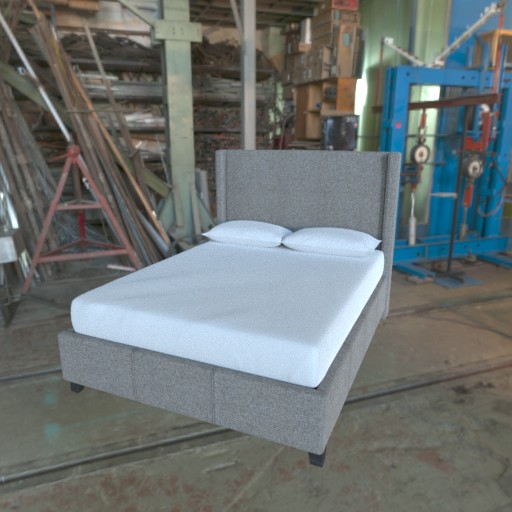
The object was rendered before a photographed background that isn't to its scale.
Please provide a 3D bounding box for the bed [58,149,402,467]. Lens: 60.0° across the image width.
[{"bbox_3d":[0.000,0.000,3.311,1.714,1.481,2.245,7,17,23],"label":"bed"}]
